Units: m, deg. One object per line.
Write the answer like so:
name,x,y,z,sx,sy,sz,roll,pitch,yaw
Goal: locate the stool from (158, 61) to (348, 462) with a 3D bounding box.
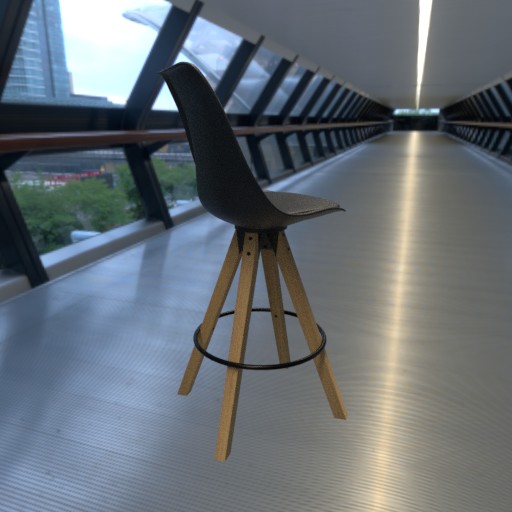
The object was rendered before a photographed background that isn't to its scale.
stool,0.000,0.000,1.441,0.550,1.115,0.485,-8,17,-25
